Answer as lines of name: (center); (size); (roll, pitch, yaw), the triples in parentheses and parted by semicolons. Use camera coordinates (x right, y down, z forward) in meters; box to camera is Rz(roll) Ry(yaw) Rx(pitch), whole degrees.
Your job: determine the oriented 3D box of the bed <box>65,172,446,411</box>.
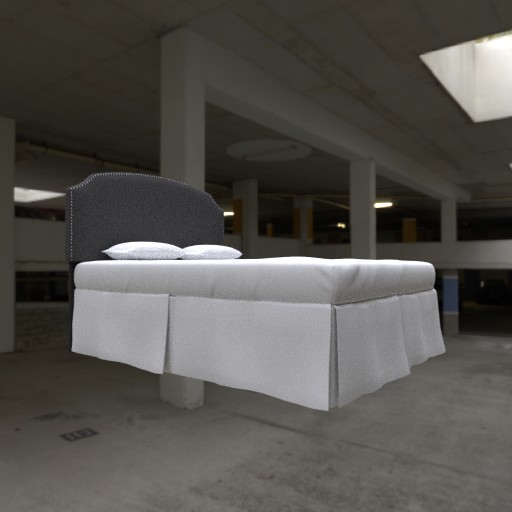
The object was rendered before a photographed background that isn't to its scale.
bed: (0.000, 0.000, 2.914); (1.999, 1.270, 1.558); (-1, -1, 37)
